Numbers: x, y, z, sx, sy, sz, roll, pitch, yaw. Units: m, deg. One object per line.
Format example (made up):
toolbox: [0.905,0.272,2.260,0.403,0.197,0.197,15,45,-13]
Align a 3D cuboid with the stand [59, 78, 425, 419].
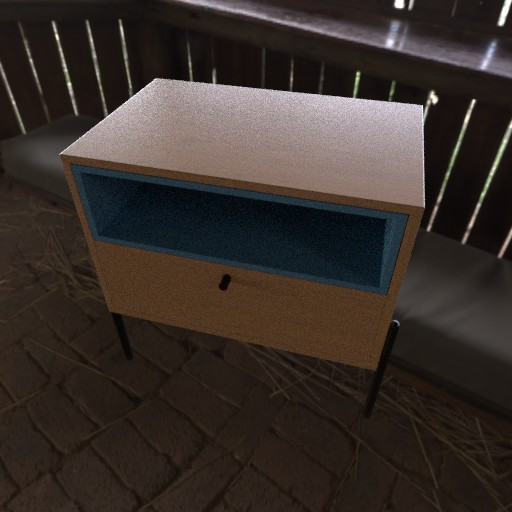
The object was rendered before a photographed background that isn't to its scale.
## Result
stand: [0.000,0.000,0.998,0.630,0.600,0.400,10,42,12]
